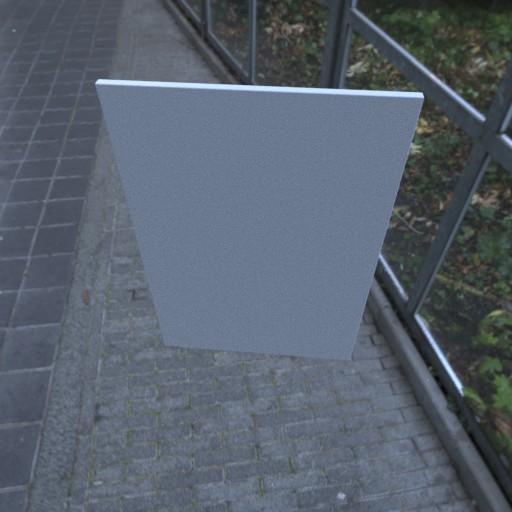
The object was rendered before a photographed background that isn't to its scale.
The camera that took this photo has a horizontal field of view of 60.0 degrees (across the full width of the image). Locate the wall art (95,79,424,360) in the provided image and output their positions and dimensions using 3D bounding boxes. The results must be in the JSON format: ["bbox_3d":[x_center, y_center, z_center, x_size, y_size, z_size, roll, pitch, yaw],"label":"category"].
[{"bbox_3d":[0.000,0.000,0.616,0.329,0.482,0.011,4,46,4],"label":"wall art"}]
